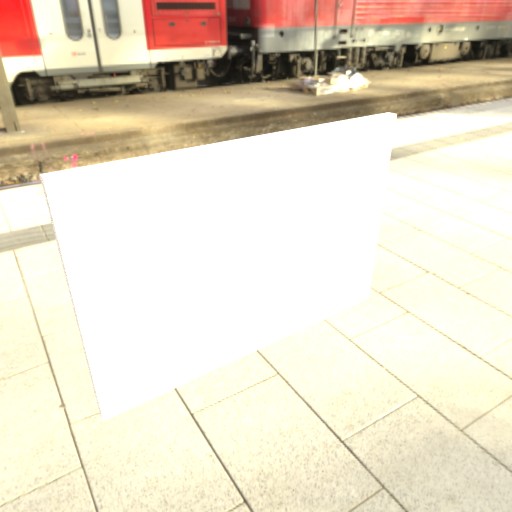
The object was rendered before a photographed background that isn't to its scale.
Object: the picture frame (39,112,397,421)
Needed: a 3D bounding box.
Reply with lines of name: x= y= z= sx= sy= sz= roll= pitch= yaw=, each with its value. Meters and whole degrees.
picture frame: x=0.000 y=0.000 z=1.201 sx=0.950 sy=0.640 sz=0.029 roll=-19 pitch=35 yaw=-29
